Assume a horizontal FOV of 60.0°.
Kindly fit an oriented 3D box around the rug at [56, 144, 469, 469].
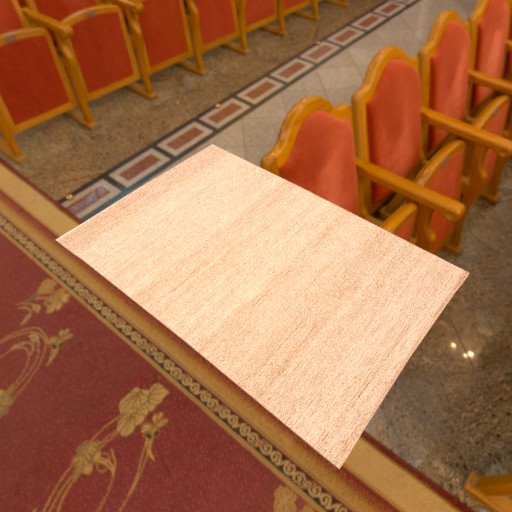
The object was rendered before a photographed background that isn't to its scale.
[{"bbox_3d":[0.000,0.000,2.989,2.346,0.029,1.574,32,55,26],"label":"rug"}]
